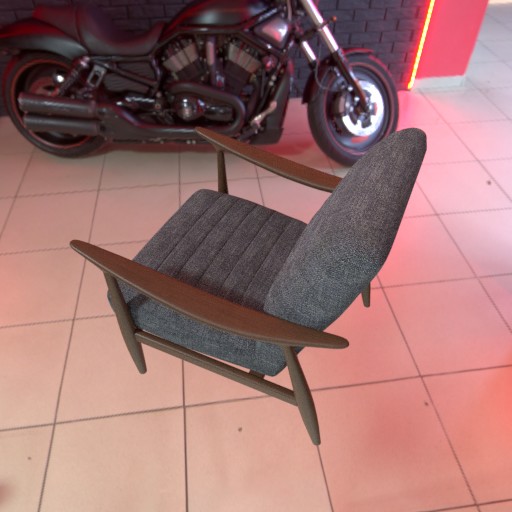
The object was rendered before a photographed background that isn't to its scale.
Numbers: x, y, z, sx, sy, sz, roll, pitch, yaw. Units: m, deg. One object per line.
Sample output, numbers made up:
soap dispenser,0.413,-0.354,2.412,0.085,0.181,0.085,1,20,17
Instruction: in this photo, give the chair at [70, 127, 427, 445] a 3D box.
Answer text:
chair,0.000,0.000,1.420,0.798,0.832,0.741,18,48,17
